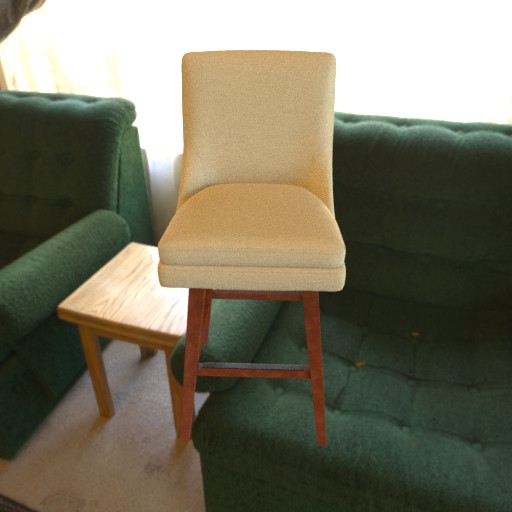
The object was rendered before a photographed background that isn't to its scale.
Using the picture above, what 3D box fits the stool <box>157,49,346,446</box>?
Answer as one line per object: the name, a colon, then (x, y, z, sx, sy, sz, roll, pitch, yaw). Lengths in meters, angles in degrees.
stool: (0.000, 0.000, 1.354, 0.470, 1.092, 0.559, 1, 31, 2)
